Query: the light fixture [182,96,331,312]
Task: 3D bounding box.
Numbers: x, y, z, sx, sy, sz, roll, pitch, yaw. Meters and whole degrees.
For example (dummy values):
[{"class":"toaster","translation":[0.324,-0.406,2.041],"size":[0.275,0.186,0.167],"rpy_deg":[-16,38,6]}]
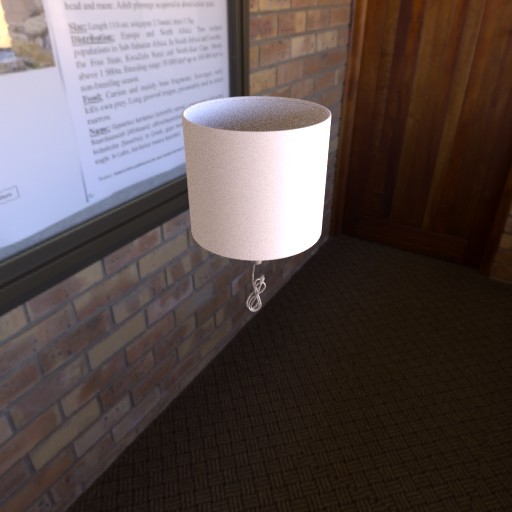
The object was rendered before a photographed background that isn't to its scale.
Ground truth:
[{"class":"light fixture","translation":[0.000,0.000,0.910],"size":[0.203,0.651,0.516],"rpy_deg":[0,31,0]}]
